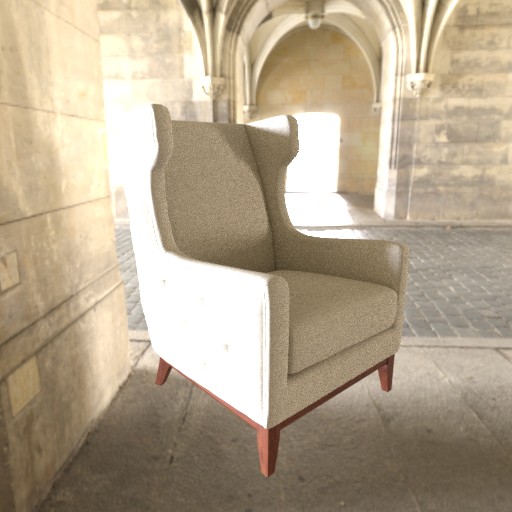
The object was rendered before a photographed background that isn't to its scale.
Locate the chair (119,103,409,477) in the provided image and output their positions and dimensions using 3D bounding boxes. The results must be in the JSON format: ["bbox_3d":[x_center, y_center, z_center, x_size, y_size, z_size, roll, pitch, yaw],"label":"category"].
[{"bbox_3d":[0.000,0.000,1.687,0.778,1.079,0.899,-12,18,-43],"label":"chair"}]
